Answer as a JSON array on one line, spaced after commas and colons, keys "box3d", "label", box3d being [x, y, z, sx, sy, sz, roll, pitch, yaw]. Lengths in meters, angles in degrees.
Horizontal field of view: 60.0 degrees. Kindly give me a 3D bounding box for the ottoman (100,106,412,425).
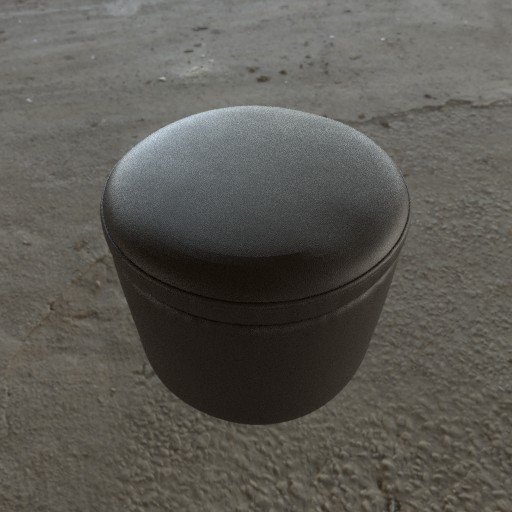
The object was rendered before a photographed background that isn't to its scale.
[{"box3d": [0.000, 0.000, 0.846, 0.500, 0.409, 0.500, 0, 47, 0], "label": "ottoman"}]
